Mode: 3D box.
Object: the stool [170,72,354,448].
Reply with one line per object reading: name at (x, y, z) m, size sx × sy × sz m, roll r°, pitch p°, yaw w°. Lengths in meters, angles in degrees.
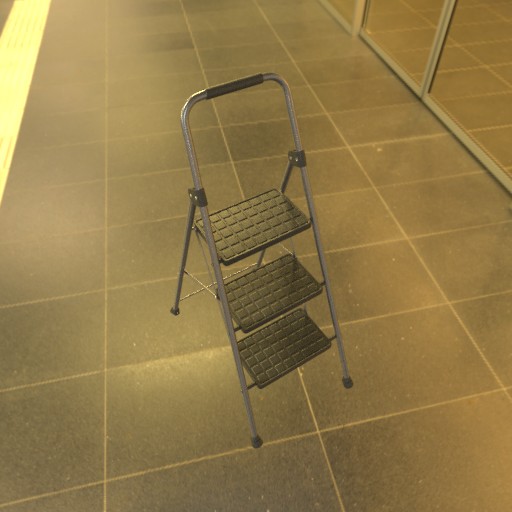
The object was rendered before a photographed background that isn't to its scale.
stool at (0.000, 0.000, 1.478) m, size 0.473 × 1.121 × 0.733 m, roll -25°, pitch 52°, yaw -21°
